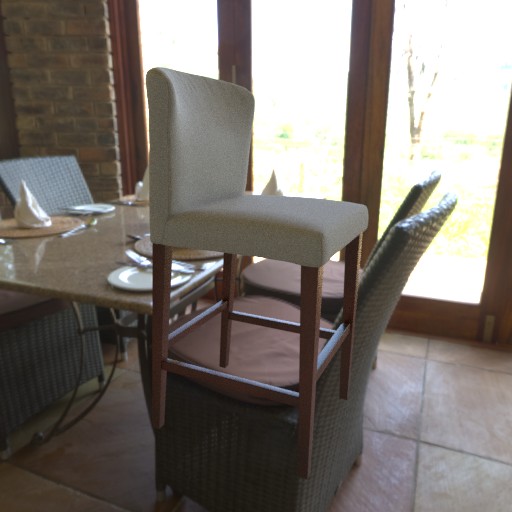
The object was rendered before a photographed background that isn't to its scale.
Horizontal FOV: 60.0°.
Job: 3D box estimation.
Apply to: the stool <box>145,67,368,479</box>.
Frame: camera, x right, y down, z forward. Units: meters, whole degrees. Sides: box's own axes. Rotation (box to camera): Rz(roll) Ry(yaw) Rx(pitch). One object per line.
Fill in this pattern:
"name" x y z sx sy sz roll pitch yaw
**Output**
"stool" 0.000 0.000 1.334 0.568 1.069 0.479 7 17 25
